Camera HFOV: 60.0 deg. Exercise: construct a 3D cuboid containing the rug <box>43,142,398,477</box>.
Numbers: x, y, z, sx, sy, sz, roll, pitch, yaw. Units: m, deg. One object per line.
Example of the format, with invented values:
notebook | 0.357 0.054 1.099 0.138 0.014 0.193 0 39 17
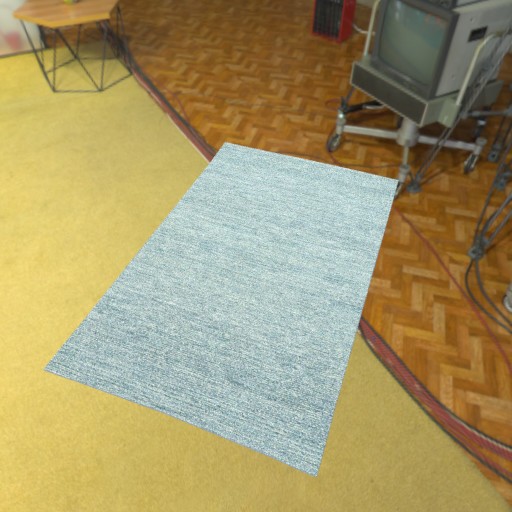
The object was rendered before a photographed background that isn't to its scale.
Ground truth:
rug | 0.000 0.000 2.284 1.174 0.022 1.853 16 48 15
